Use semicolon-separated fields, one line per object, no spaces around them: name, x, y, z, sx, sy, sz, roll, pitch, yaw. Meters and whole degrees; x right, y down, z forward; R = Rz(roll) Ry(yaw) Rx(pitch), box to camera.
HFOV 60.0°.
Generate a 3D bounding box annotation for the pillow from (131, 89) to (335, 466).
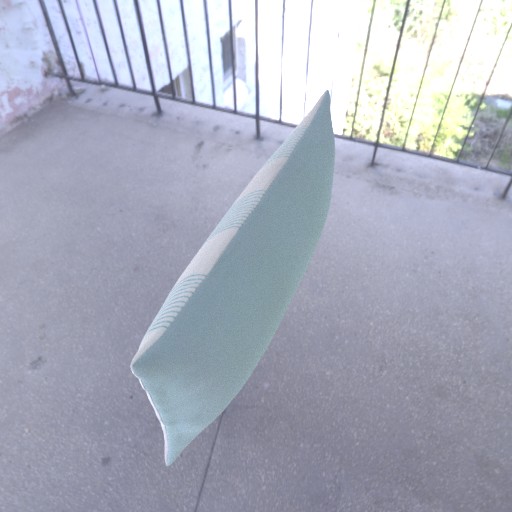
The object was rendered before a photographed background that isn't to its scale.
pillow;0.000;0.000;0.714;0.151;0.287;0.610;18;50;16
